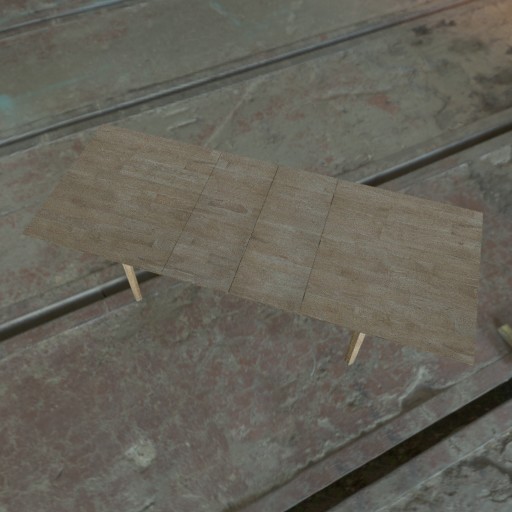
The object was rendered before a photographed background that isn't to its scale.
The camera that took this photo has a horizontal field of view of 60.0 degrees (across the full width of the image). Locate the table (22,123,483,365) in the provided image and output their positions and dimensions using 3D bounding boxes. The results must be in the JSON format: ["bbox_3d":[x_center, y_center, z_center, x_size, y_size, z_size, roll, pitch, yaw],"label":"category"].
[{"bbox_3d":[0.000,0.000,2.994,2.603,0.752,1.000,15,59,9],"label":"table"}]
